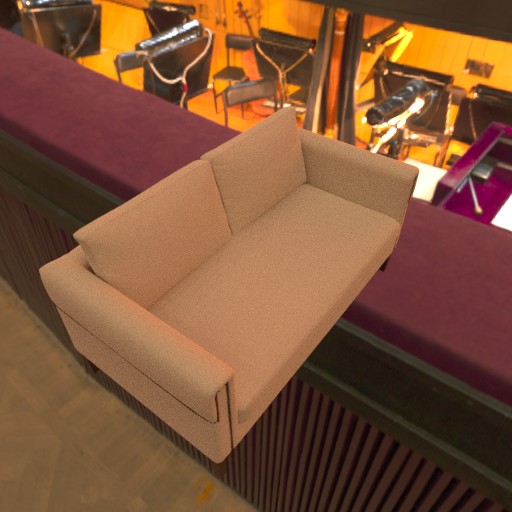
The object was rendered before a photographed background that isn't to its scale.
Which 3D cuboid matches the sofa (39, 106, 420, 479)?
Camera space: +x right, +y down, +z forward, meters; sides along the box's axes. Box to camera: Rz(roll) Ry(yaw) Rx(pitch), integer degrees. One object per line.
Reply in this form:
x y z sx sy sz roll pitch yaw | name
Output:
0.000 0.000 2.105 0.905 0.873 1.598 27 49 27 | sofa
